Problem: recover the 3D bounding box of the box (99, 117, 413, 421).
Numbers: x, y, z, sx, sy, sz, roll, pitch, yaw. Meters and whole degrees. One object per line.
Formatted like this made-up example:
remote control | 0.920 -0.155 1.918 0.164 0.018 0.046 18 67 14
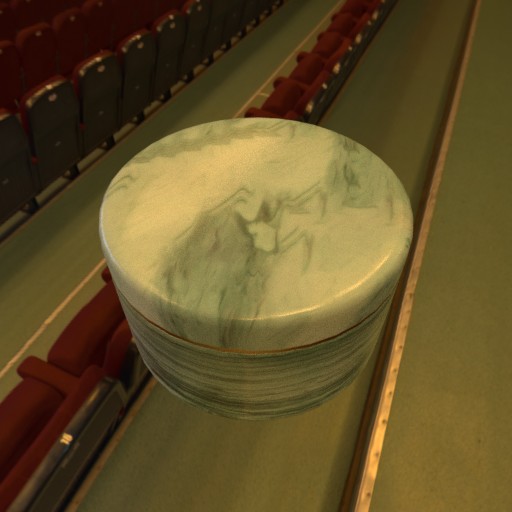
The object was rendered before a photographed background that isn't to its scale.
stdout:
box | 0.000 0.000 0.165 0.101 0.063 0.101 0 47 0
